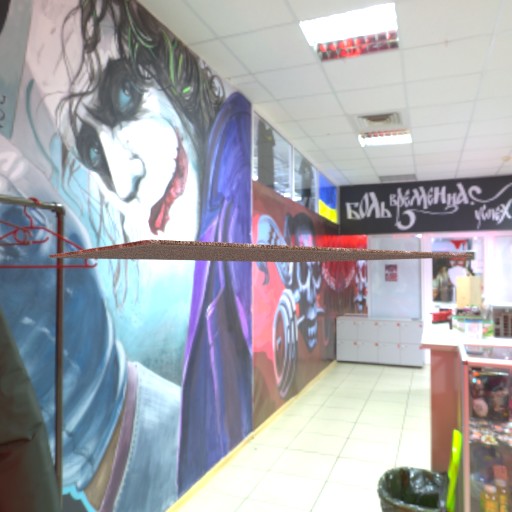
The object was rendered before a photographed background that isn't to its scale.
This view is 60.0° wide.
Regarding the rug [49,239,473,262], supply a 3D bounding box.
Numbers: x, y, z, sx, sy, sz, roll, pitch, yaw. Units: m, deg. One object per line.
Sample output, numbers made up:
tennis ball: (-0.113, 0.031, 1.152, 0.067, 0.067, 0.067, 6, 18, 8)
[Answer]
rug: (0.000, 0.000, 4.048, 3.047, 0.029, 2.438, 2, -3, -36)
